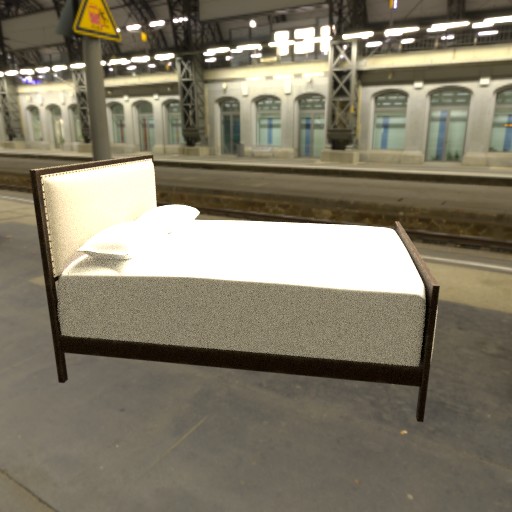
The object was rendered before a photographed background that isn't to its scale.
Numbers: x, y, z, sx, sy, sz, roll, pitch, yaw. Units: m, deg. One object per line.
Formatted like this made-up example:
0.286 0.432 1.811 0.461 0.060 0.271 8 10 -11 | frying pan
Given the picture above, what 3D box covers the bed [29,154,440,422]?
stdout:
0.000 0.000 3.163 2.221 1.313 1.607 3 16 10 | bed
